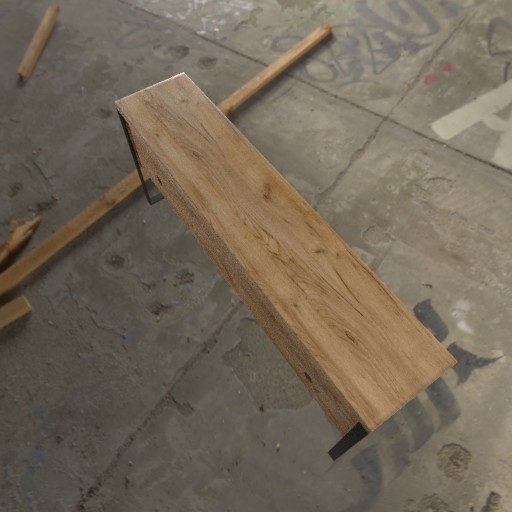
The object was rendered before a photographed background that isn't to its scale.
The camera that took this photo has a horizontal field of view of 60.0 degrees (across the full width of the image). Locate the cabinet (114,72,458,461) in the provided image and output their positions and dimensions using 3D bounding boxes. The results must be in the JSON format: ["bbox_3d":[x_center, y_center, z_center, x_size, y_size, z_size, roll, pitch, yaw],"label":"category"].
[{"bbox_3d":[0.000,0.000,2.112,0.395,0.762,1.800,-31,64,-17],"label":"cabinet"}]
